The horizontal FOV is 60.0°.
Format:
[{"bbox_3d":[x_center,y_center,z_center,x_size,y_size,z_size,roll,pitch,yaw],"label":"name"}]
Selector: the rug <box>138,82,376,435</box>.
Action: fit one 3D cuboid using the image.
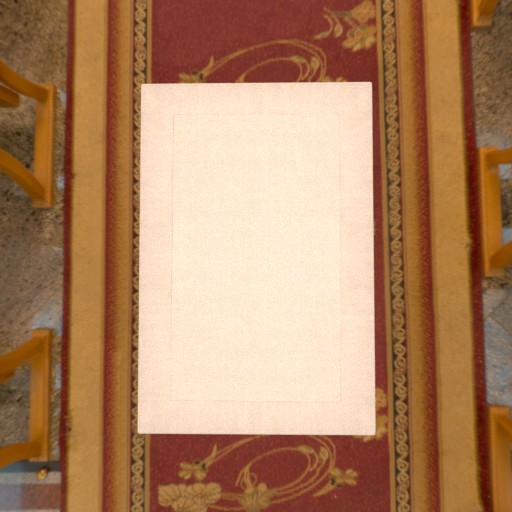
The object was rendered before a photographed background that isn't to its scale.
[{"bbox_3d":[0.000,0.000,2.306,1.219,0.013,1.829,0,88,1],"label":"rug"}]
